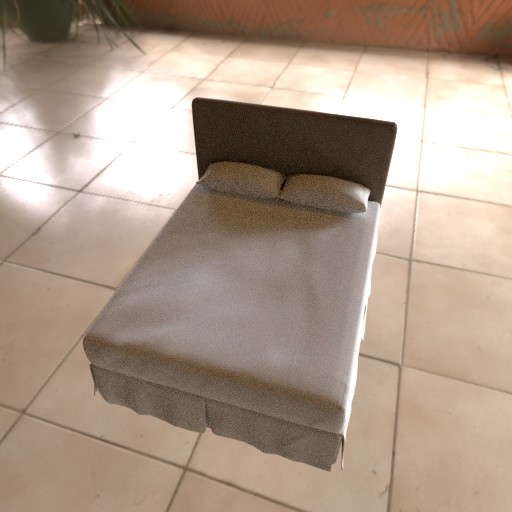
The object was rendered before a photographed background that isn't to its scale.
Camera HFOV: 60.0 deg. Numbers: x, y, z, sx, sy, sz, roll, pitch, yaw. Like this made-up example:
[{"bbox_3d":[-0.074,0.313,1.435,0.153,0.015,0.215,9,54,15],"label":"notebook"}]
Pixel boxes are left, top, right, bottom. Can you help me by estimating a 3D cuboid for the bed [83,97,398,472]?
[{"bbox_3d":[0.000,0.000,3.164,1.723,1.330,2.142,11,43,13],"label":"bed"}]
